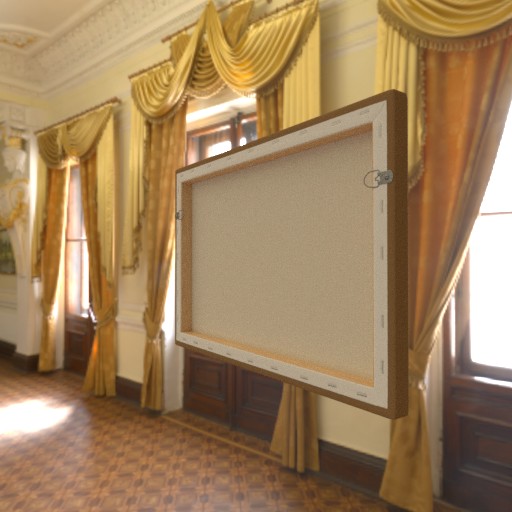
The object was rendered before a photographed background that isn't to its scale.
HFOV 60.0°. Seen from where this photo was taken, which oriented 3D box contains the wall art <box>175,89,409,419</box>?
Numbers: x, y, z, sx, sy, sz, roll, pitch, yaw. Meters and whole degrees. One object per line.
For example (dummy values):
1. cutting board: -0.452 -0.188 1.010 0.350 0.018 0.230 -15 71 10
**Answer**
1. wall art: 0.000 0.000 0.495 0.019 0.254 0.380 0 -1 -36
